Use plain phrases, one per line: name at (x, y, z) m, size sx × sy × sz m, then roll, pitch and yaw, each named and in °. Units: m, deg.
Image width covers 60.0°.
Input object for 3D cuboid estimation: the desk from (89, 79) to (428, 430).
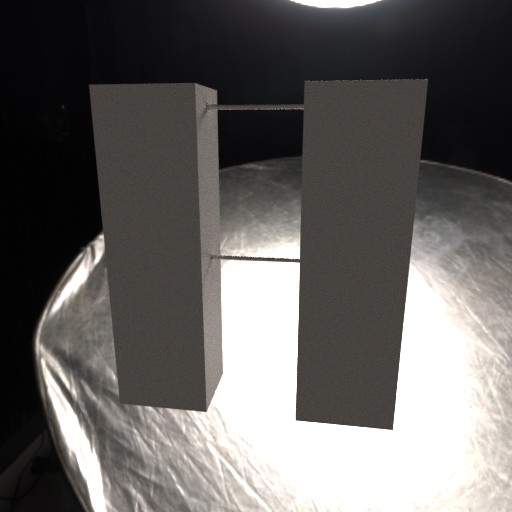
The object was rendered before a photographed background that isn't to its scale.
desk at (0.000, 0.000, 2.790) m, size 1.770 × 2.000 × 0.480 m, roll 2°, pitch 16°, yaw 9°
